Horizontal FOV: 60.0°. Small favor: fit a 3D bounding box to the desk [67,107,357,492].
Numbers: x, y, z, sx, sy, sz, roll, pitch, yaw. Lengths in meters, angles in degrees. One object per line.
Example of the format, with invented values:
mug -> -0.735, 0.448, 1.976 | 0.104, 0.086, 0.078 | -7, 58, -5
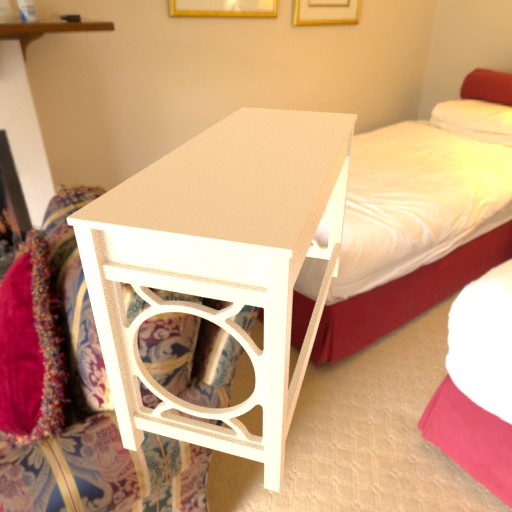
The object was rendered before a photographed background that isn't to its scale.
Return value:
desk -> 0.000, 0.000, 1.566 | 0.504, 0.762, 1.191 | 9, 31, 15
